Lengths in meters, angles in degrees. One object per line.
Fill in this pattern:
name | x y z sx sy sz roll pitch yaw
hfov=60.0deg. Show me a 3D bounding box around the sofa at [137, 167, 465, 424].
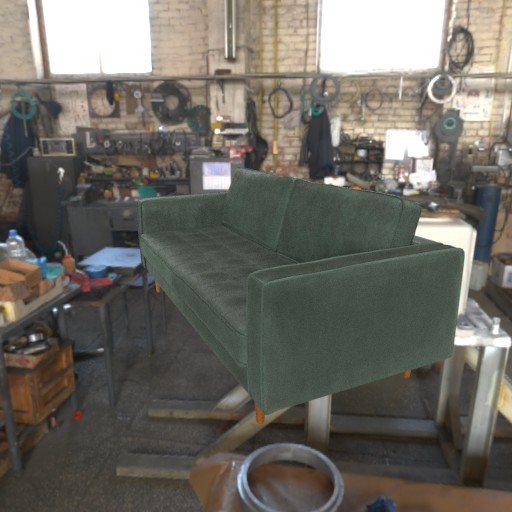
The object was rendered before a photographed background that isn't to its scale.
sofa | 0.000 0.000 2.280 0.886 0.781 1.816 -8 18 -25
